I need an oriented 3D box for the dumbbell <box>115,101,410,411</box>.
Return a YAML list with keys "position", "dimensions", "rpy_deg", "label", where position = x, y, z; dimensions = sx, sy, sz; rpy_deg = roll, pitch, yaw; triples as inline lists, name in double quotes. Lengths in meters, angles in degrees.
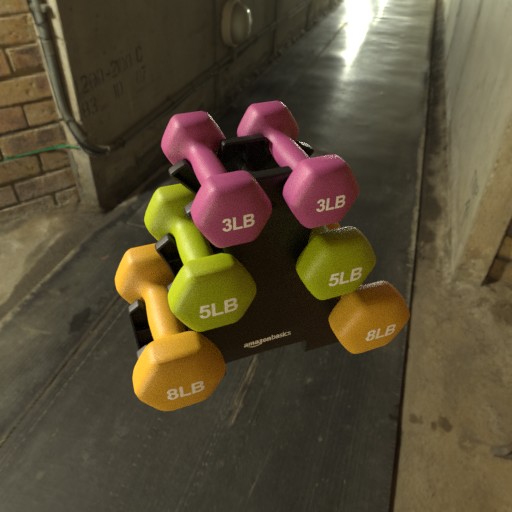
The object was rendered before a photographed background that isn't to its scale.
- position: [0.000, 0.000, 0.469]
  dimensions: [0.300, 0.271, 0.190]
  rpy_deg: [-13, 42, -15]
  label: "dumbbell"
